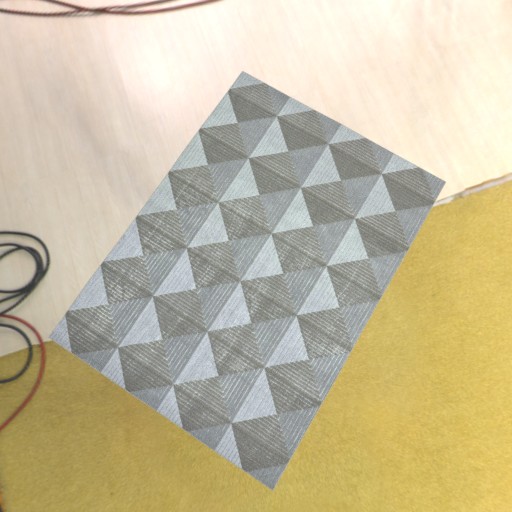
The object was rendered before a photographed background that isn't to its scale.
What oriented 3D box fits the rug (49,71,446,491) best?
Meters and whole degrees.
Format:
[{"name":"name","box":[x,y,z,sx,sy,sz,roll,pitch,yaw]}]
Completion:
[{"name":"rug","box":[0.000,0.000,4.260,2.428,0.027,3.333,31,78,7]}]
